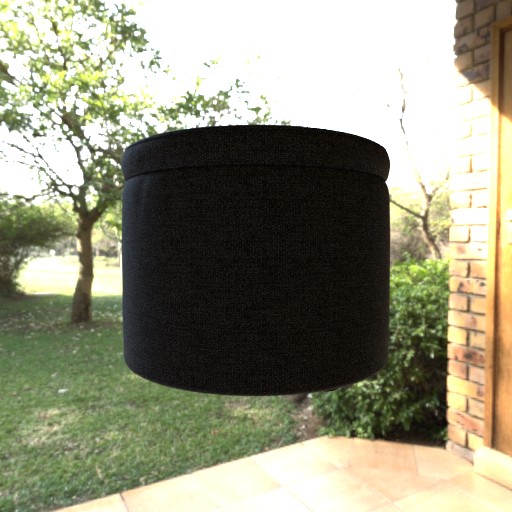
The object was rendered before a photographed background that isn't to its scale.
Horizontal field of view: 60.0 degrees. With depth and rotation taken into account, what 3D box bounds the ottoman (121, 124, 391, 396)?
[{"bbox_3d":[0.000,0.000,0.897,0.520,0.430,0.520,0,2,0],"label":"ottoman"}]
